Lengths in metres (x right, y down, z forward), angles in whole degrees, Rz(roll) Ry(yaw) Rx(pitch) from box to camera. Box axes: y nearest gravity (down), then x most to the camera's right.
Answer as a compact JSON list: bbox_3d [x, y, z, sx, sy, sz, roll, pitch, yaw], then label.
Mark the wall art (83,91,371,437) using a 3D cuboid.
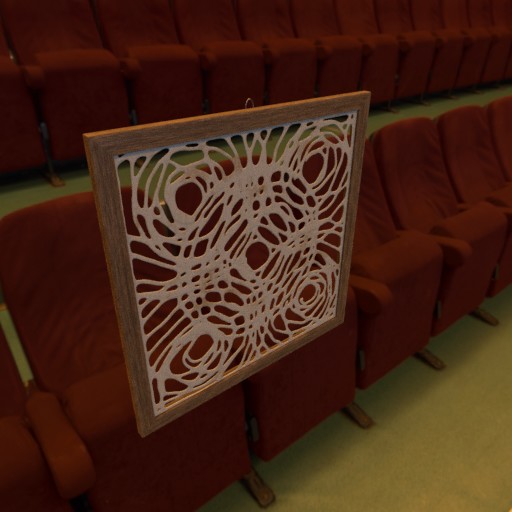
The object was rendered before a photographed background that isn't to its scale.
[{"bbox_3d":[0.000,0.000,0.850,0.561,0.576,0.021,-21,35,-33],"label":"wall art"}]
